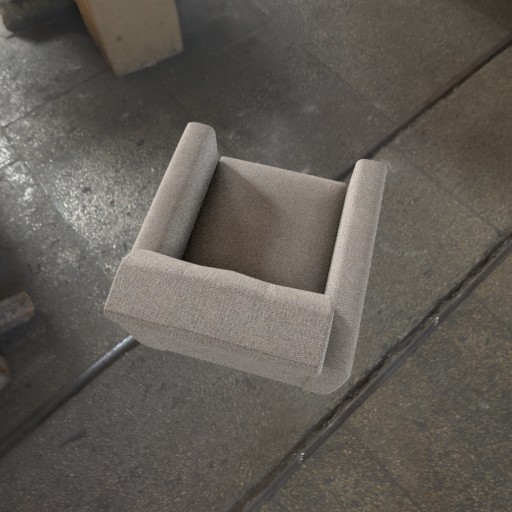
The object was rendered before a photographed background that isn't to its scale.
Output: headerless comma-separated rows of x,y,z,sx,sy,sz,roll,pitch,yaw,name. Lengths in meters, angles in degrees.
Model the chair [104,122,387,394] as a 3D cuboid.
0.000,0.000,1.728,0.845,0.968,0.942,14,66,6,chair
